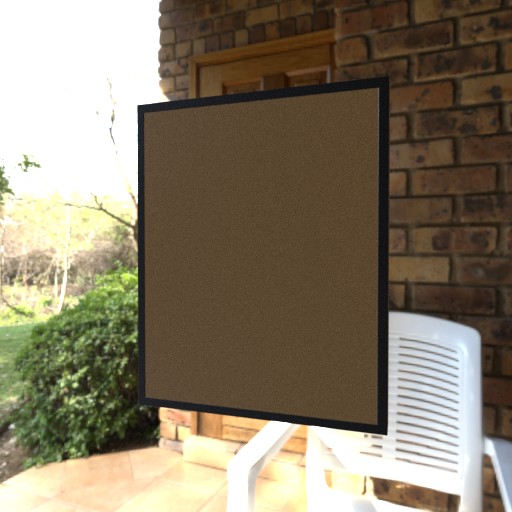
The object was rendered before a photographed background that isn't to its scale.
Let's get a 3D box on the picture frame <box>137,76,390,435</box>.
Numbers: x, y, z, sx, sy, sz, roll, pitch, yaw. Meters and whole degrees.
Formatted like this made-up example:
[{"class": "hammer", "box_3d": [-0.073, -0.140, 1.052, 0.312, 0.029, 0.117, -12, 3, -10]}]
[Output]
[{"class": "picture frame", "box_3d": [0.000, 0.000, 0.734, 0.421, 0.526, 0.046, 0, 1, 18]}]
